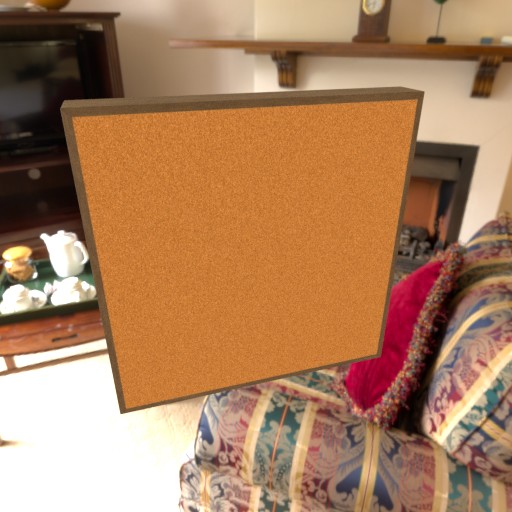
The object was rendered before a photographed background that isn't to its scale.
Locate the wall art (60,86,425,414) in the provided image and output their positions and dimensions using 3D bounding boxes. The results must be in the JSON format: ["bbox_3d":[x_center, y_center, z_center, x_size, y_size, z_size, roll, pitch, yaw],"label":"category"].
[{"bbox_3d":[0.000,0.000,0.440,0.303,0.302,0.038,-8,29,-15],"label":"wall art"}]
